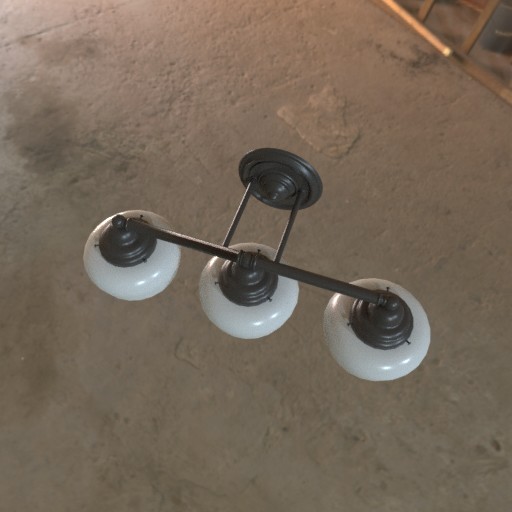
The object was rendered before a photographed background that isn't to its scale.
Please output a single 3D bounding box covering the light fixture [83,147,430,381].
[{"bbox_3d":[0.000,0.000,0.708,0.587,0.242,0.239,16,61,9],"label":"light fixture"}]
